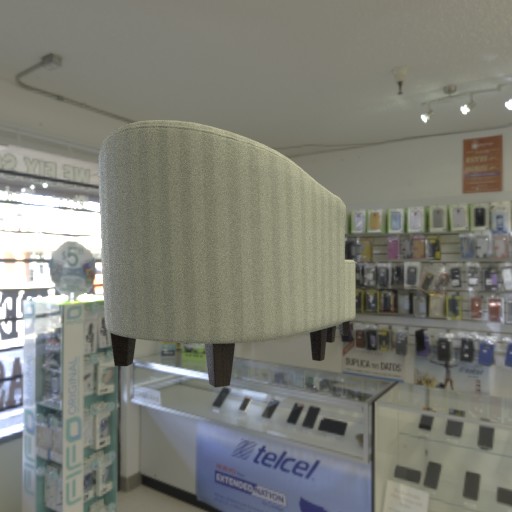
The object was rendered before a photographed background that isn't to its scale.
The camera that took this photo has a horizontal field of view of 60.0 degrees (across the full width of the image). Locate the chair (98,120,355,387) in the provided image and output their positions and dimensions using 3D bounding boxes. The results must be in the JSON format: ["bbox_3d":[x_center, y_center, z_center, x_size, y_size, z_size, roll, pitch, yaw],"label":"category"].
[{"bbox_3d":[0.000,0.000,1.792,0.756,0.757,1.288,-1,-1,36],"label":"chair"}]
